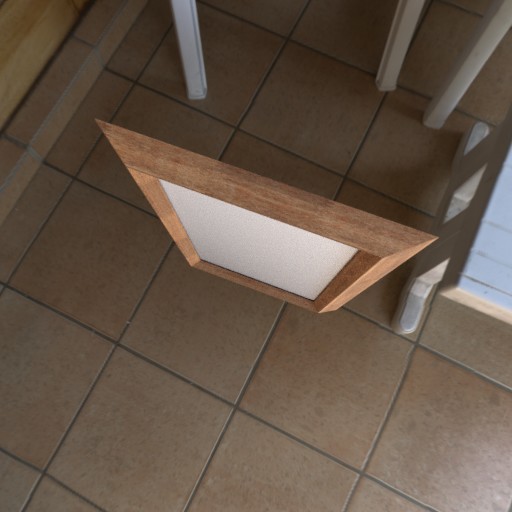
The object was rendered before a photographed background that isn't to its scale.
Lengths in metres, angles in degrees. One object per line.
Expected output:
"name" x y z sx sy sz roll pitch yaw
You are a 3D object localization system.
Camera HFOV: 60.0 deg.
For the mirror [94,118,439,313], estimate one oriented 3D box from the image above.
"mirror" 0.000 0.000 1.269 0.651 1.010 0.047 20 77 5
